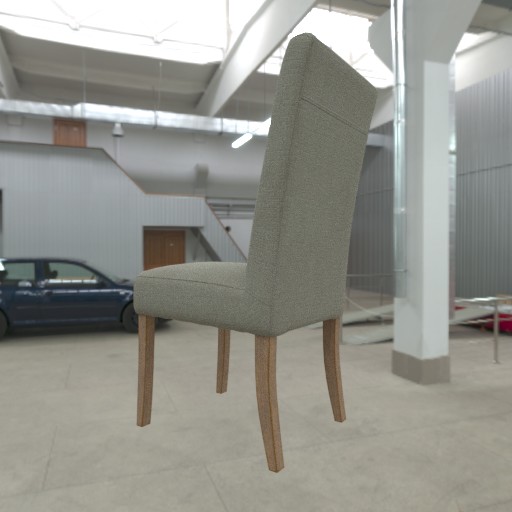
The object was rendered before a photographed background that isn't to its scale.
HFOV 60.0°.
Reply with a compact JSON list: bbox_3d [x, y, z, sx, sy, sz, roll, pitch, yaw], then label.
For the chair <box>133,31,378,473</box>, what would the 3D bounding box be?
[{"bbox_3d":[0.000,0.000,1.338,0.611,1.033,0.450,1,1,35],"label":"chair"}]
